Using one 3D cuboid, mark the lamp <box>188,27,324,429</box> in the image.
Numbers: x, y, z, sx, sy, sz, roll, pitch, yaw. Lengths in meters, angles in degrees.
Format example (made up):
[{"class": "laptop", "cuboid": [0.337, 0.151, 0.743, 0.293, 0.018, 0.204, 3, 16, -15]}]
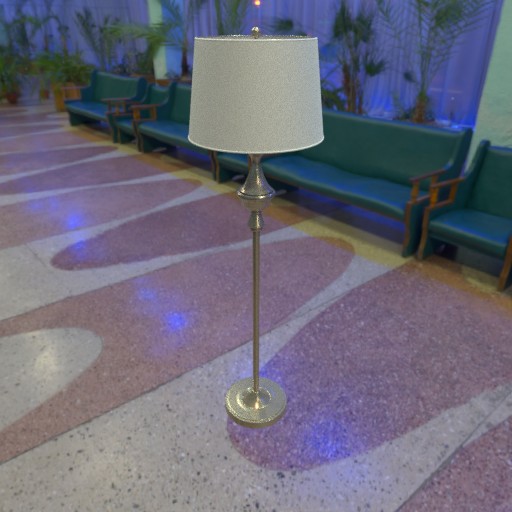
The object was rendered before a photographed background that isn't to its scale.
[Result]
[{"class": "lamp", "cuboid": [0.000, 0.000, 1.620, 0.431, 1.488, 0.431, 0, 28, 0]}]
